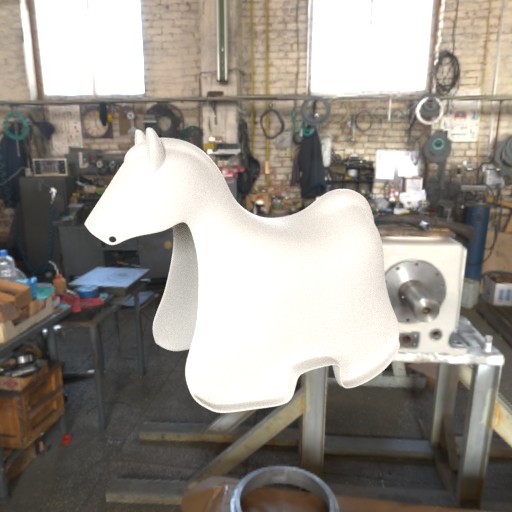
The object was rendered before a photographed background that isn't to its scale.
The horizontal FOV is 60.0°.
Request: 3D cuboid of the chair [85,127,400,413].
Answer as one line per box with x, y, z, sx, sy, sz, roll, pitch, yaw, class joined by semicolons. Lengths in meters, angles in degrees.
0.000;0.000;1.126;0.800;0.612;0.429;-7;15;-26;chair
